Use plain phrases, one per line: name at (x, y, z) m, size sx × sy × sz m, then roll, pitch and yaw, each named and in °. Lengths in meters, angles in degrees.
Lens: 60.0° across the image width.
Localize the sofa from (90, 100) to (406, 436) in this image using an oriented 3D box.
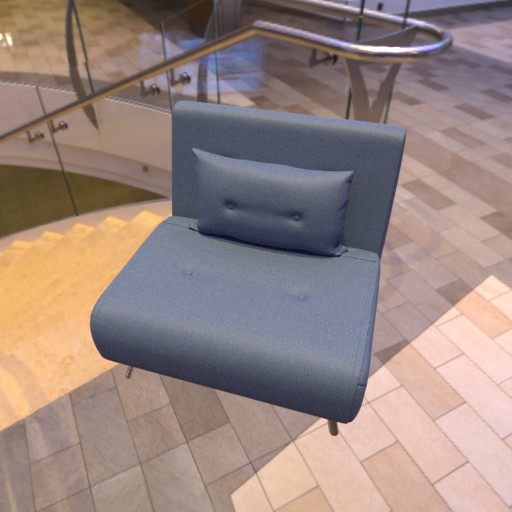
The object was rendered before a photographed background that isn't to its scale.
sofa at (0.000, 0.000, 1.792) m, size 0.999 × 0.860 × 0.996 m, roll 11°, pitch 42°, yaw 13°
